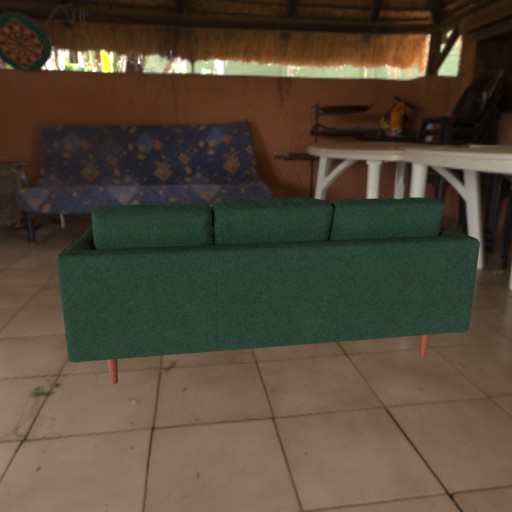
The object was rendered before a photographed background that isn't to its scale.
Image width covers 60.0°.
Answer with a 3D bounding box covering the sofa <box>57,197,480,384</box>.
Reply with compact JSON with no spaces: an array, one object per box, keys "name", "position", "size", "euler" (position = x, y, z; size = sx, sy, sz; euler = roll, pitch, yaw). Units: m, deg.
[{"name":"sofa","position":[0.000,0.000,2.870],"size":[2.030,0.899,1.580],"euler":[-3,15,-9]}]
